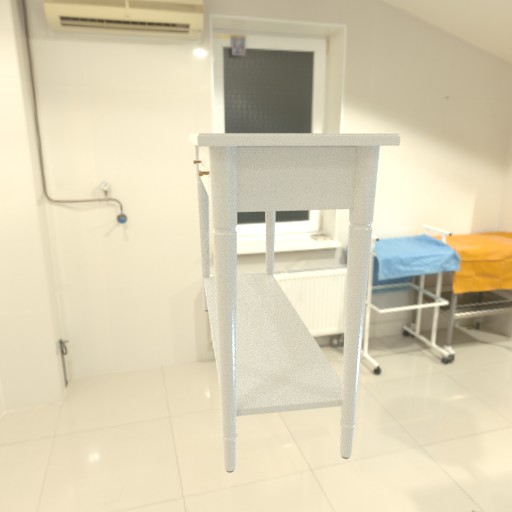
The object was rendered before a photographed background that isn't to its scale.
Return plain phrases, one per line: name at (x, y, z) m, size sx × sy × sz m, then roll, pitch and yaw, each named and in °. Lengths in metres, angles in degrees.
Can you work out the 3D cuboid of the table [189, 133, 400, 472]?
table at (0.000, 0.000, 1.413) m, size 0.381 × 0.749 × 1.067 m, roll -2°, pitch 15°, yaw -9°
